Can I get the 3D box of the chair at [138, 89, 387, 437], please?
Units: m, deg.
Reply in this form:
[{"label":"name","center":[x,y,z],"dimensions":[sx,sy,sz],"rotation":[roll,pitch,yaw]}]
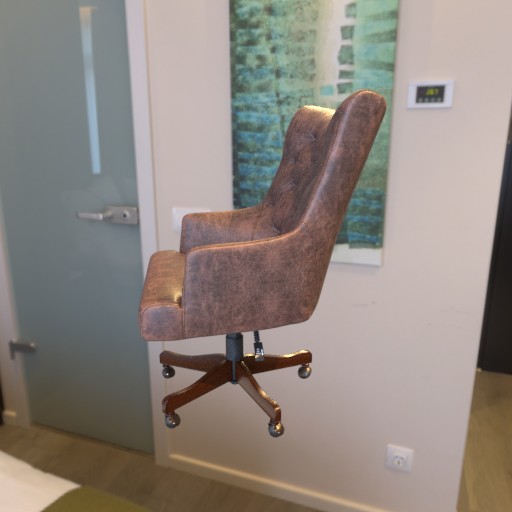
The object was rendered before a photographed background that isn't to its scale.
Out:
[{"label":"chair","center":[0.000,0.000,1.531],"dimensions":[0.762,1.035,0.641],"rotation":[-2,14,-10]}]
